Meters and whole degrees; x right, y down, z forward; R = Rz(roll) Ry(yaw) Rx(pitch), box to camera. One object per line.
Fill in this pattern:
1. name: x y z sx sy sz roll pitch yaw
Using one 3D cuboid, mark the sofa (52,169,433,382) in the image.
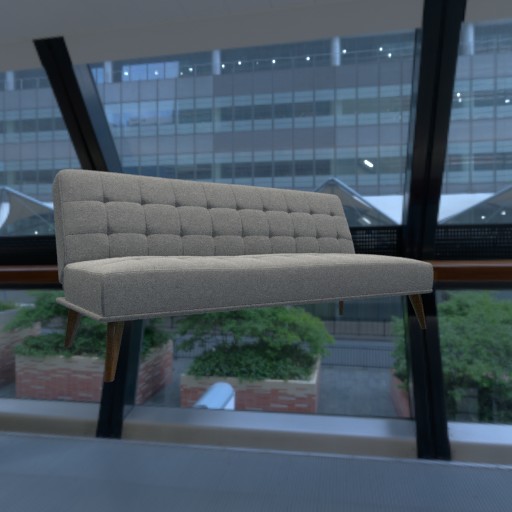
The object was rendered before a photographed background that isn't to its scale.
1. sofa: 0.000 0.000 2.275 1.800 0.810 0.860 -1 1 -35
